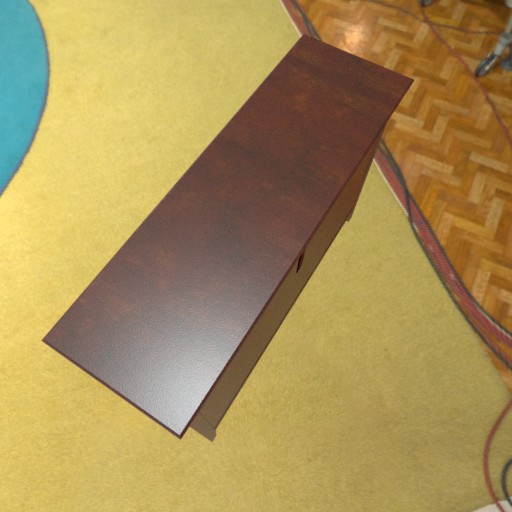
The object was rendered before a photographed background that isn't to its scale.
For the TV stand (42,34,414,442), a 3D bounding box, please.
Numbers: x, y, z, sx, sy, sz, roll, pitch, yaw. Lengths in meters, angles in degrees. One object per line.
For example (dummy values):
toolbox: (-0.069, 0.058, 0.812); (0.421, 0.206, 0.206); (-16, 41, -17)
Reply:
TV stand: (0.000, 0.000, 1.749); (0.445, 0.915, 1.372); (29, 68, 13)
